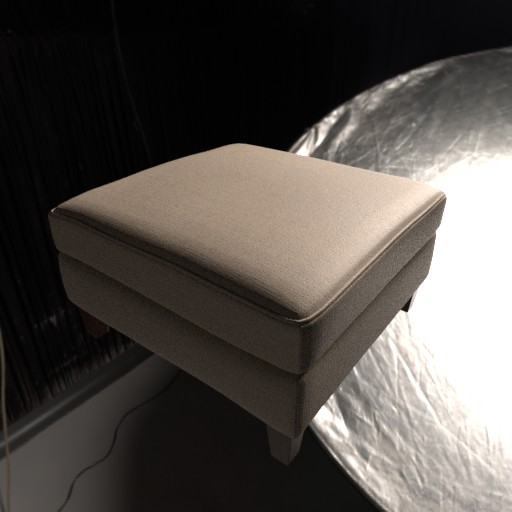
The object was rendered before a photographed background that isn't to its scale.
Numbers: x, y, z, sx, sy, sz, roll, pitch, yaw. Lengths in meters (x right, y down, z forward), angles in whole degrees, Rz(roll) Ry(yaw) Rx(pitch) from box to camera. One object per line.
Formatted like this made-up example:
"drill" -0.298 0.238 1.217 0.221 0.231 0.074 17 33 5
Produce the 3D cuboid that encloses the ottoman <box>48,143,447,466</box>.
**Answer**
"ottoman" 0.000 0.000 1.344 0.838 0.481 0.838 21 36 32
